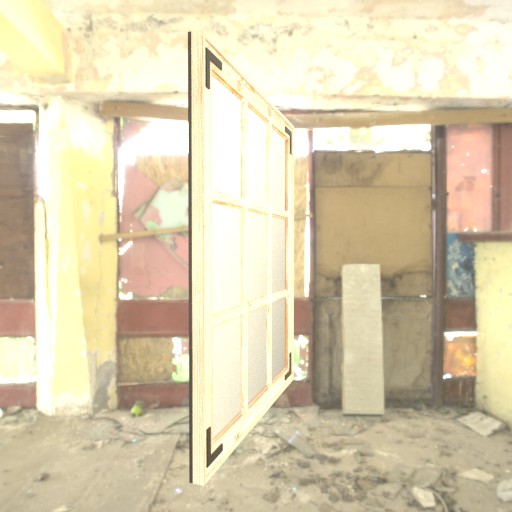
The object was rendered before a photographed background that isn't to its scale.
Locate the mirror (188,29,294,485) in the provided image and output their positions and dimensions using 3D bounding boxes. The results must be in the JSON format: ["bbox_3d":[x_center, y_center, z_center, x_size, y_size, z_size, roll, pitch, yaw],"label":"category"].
[{"bbox_3d":[0.000,0.000,1.207,0.032,0.882,0.730,0,1,19],"label":"mirror"}]
